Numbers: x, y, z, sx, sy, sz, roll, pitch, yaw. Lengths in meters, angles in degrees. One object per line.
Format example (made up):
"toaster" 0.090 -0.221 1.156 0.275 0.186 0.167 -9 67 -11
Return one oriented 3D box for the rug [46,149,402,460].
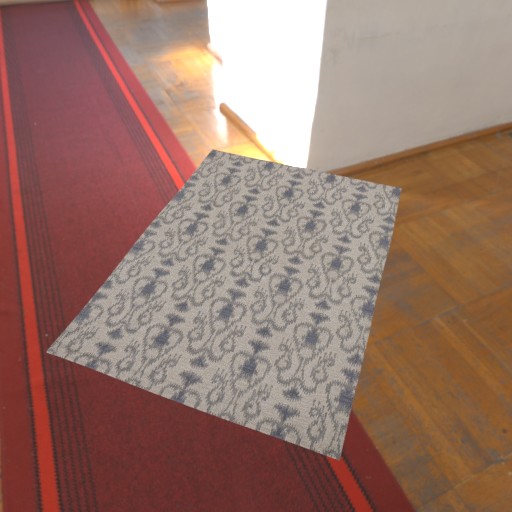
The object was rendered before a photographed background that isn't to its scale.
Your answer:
"rug" 0.000 0.000 3.017 1.676 0.013 2.261 15 47 14
